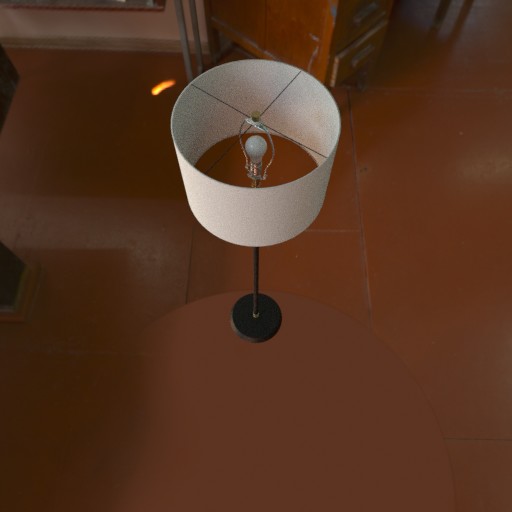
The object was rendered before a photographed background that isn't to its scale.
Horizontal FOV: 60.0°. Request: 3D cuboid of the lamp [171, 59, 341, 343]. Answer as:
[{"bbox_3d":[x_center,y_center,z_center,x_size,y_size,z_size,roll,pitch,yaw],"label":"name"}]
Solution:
[{"bbox_3d":[0.000,0.000,1.721,0.404,1.517,0.404,33,68,15],"label":"lamp"}]
